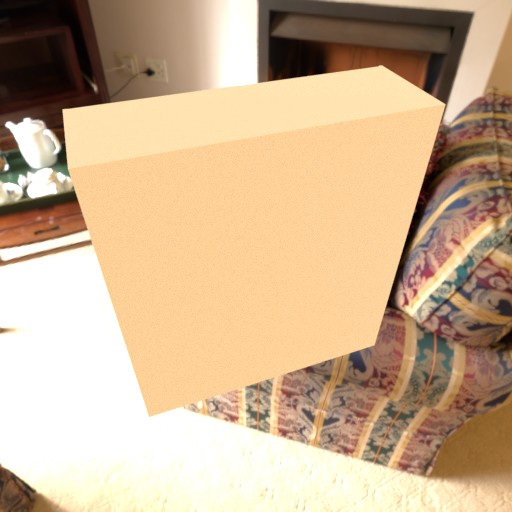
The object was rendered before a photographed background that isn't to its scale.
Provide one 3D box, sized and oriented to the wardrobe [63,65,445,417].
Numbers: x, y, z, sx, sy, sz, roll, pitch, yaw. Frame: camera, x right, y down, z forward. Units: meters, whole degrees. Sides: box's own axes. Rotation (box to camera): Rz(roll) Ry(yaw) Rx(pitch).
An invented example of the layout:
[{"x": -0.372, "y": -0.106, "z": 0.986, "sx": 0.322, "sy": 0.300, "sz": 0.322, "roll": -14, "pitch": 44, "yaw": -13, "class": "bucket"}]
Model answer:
[{"x": 0.000, "y": 0.000, "z": 2.906, "sx": 1.830, "sy": 2.020, "sz": 0.600, "roll": -14, "pitch": 44, "yaw": -15, "class": "wardrobe"}]
